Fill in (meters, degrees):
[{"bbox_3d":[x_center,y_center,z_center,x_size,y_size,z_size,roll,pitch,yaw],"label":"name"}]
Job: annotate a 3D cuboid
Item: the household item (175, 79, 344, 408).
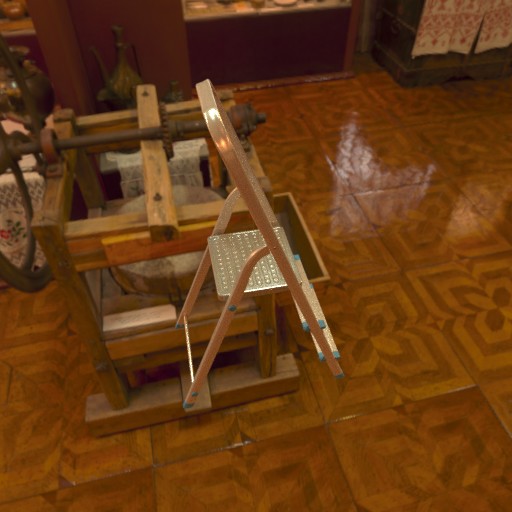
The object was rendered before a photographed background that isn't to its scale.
[{"bbox_3d":[0.000,0.000,1.552,0.687,1.215,0.420,-9,46,-8],"label":"household item"}]
